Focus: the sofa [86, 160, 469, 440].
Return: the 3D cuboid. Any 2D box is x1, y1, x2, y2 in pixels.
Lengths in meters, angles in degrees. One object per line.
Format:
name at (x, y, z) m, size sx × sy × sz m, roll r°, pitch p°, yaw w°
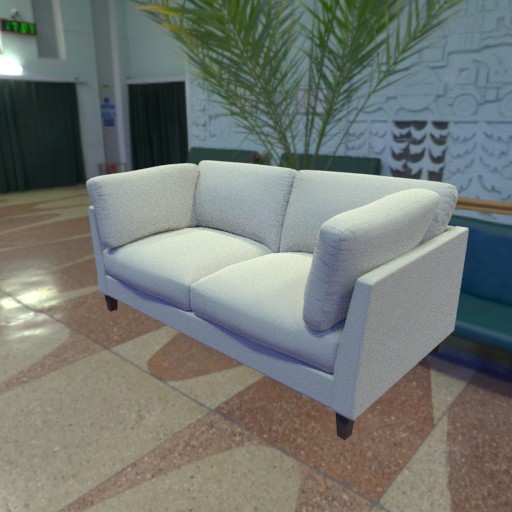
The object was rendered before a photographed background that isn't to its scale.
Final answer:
sofa at (0.000, 0.000, 2.275) m, size 1.776 × 0.836 × 0.970 m, roll 15°, pitch 23°, yaw 41°
